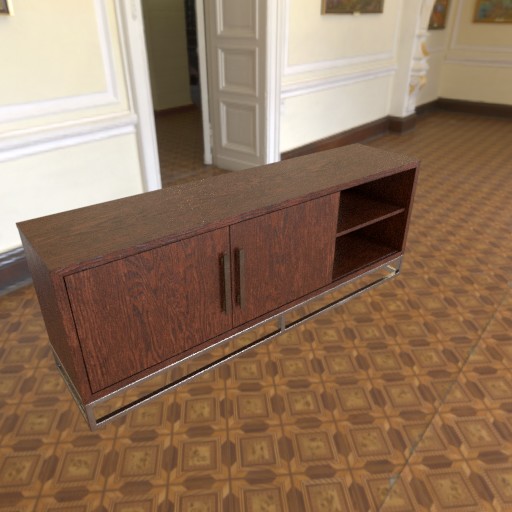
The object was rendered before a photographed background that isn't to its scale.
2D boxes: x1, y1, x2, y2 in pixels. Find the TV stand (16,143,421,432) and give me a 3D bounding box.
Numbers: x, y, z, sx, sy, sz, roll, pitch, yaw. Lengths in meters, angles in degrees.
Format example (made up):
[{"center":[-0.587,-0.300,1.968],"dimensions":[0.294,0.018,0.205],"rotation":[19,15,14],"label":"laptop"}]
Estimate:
[{"center":[0.000,0.000,1.757],"dimensions":[1.541,0.578,0.382],"rotation":[-20,35,-32],"label":"TV stand"}]
